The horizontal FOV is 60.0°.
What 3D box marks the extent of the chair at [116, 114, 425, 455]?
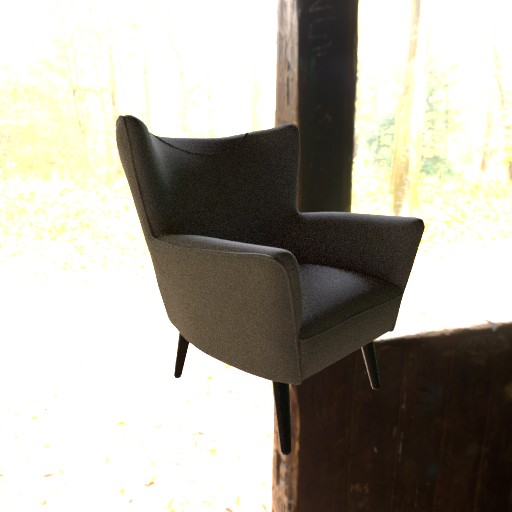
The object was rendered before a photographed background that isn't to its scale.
[{"bbox_3d":[0.000,0.000,1.556,0.781,0.933,0.888,-13,19,-43],"label":"chair"}]
